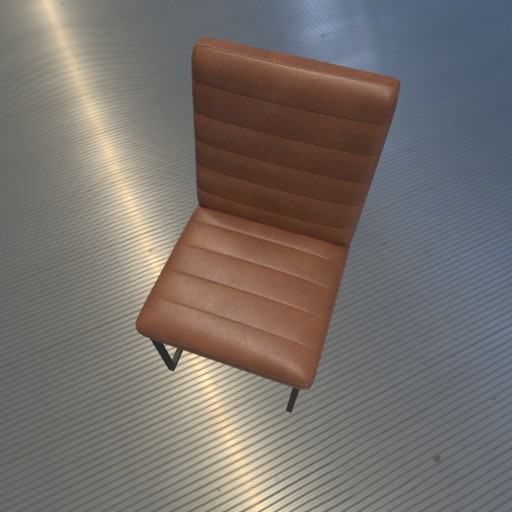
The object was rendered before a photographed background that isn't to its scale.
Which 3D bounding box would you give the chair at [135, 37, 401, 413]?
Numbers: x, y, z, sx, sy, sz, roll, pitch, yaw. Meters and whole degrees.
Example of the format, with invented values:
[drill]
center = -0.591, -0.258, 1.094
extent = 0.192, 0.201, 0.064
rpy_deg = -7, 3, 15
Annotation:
[chair]
center = 0.000, 0.000, 1.308
extent = 0.520, 0.930, 0.634
rpy_deg = 16, 61, 9
